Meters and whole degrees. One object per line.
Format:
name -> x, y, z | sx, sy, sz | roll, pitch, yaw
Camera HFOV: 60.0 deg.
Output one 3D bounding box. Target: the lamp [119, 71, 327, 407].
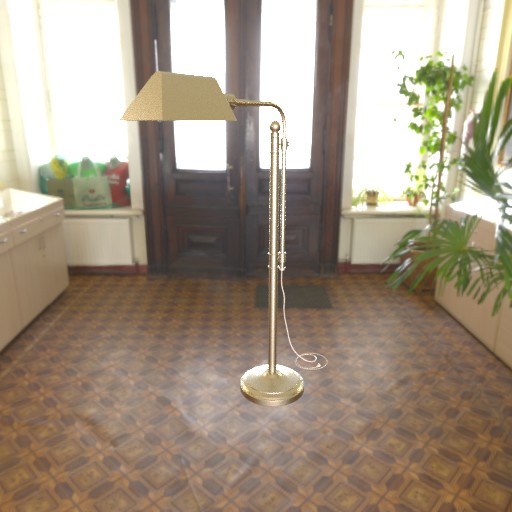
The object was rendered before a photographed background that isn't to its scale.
lamp -> 0.000, 0.000, 0.962 | 0.159, 0.708, 0.546 | 15, 22, 41
